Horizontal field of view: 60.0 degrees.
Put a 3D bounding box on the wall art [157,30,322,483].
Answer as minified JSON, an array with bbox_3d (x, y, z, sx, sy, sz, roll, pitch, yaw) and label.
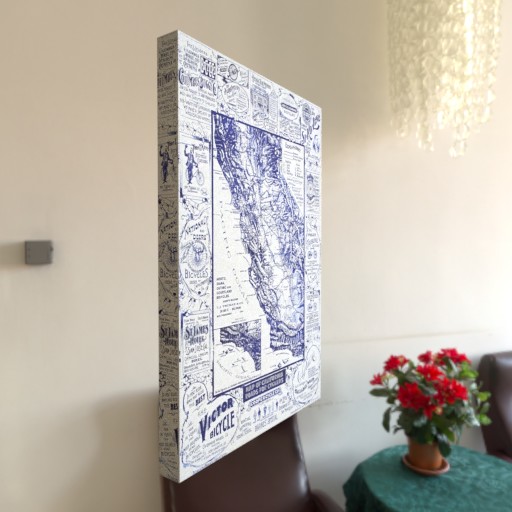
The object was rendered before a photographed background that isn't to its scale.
[{"bbox_3d":[0.000,0.000,0.763,0.040,0.601,0.408,1,2,36],"label":"wall art"}]
